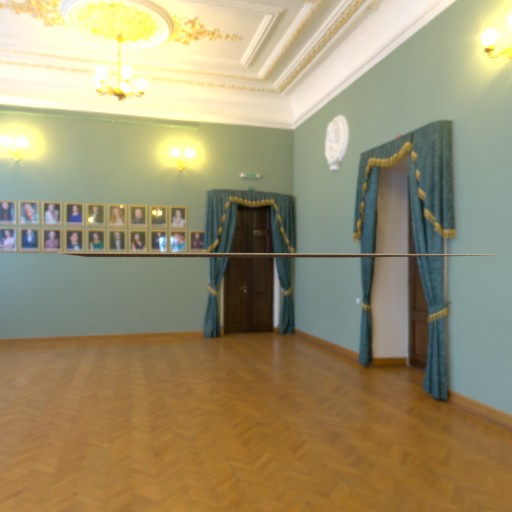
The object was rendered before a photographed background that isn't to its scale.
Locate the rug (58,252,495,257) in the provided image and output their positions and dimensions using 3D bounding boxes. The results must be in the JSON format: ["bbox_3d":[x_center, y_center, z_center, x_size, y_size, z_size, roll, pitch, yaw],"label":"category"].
[{"bbox_3d":[0.000,0.000,4.047,3.045,0.008,2.421,0,-1,-18],"label":"rug"}]
